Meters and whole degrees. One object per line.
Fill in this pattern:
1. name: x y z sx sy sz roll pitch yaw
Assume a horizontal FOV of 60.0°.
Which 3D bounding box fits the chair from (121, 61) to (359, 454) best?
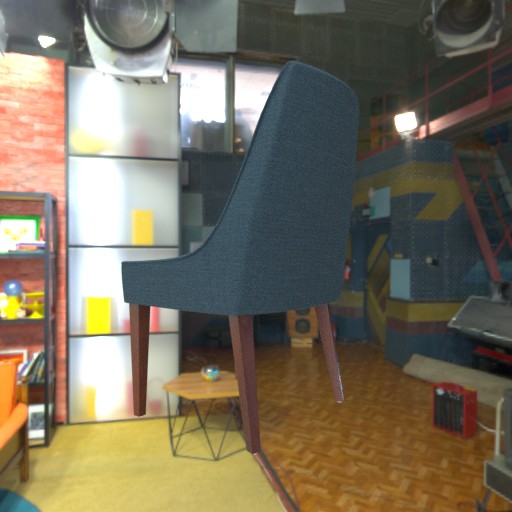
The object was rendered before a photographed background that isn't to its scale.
1. chair: 0.000 0.000 1.236 0.544 0.861 0.529 0 0 36
